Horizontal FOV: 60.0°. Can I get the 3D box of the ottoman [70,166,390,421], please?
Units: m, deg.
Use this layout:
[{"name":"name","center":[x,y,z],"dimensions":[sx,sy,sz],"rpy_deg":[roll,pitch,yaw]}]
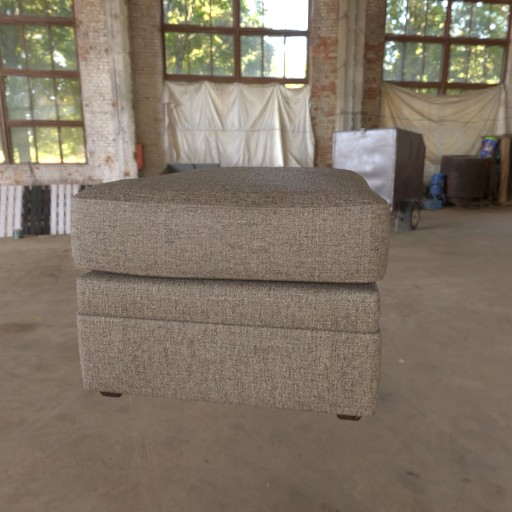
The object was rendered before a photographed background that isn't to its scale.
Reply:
[{"name":"ottoman","center":[0.000,0.000,1.252],"dimensions":[0.637,0.478,0.885],"rpy_deg":[2,14,9]}]
